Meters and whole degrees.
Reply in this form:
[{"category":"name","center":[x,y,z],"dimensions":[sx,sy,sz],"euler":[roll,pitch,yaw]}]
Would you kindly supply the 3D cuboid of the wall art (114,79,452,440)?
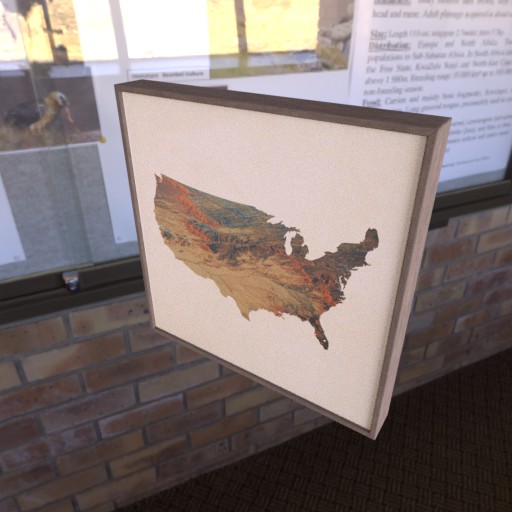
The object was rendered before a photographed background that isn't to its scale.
[{"category":"wall art","center":[0.000,0.000,0.443],"dimensions":[0.303,0.302,0.038],"euler":[18,35,28]}]
